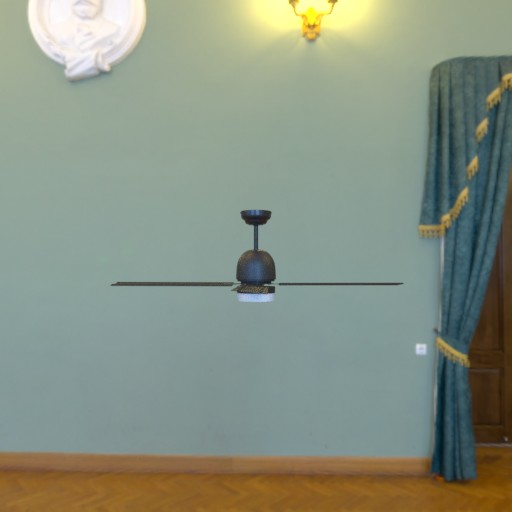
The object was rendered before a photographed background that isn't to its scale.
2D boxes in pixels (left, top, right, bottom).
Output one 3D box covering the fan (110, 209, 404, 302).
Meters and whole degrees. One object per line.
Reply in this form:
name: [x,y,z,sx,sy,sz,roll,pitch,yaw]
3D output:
fan: [0.000,0.000,2.041,1.319,0.410,1.319,0,-1,0]
